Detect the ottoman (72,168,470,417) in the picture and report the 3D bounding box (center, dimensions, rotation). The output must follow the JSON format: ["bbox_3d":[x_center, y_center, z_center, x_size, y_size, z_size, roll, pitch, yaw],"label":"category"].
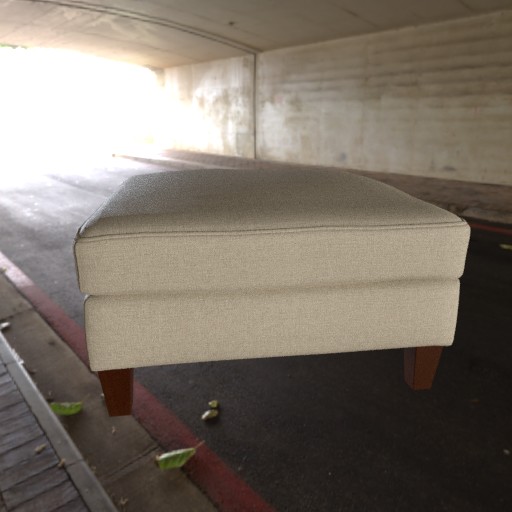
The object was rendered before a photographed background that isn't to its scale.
[{"bbox_3d":[0.000,0.000,1.328,0.838,0.478,0.838,-2,18,-8],"label":"ottoman"}]
